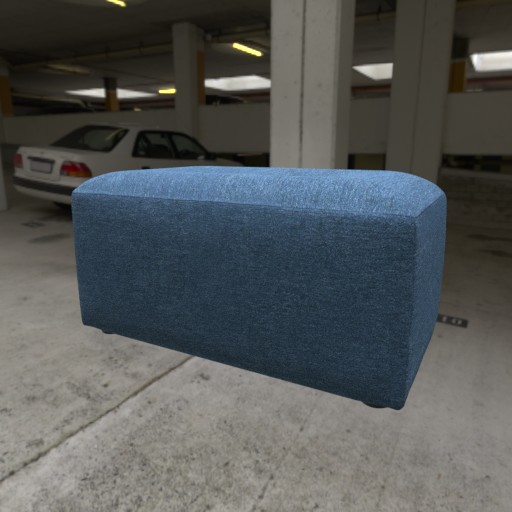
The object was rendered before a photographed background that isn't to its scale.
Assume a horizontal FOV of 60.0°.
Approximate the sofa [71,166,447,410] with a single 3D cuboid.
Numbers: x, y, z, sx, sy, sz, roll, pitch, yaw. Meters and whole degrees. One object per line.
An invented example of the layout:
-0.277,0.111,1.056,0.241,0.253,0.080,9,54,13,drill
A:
0.000,0.000,1.236,0.930,0.470,0.480,8,16,28,sofa
